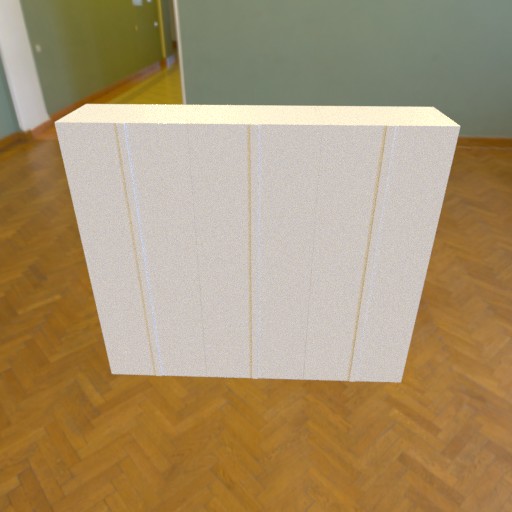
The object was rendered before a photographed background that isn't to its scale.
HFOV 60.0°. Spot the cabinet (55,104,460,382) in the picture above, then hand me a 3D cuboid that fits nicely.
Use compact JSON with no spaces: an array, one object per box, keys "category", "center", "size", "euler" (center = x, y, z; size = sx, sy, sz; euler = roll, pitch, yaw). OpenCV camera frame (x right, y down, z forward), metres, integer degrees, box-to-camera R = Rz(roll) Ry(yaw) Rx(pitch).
[{"category":"cabinet","center":[0.000,0.000,3.792],"size":[2.700,2.370,0.590],"euler":[1,31,2]}]
